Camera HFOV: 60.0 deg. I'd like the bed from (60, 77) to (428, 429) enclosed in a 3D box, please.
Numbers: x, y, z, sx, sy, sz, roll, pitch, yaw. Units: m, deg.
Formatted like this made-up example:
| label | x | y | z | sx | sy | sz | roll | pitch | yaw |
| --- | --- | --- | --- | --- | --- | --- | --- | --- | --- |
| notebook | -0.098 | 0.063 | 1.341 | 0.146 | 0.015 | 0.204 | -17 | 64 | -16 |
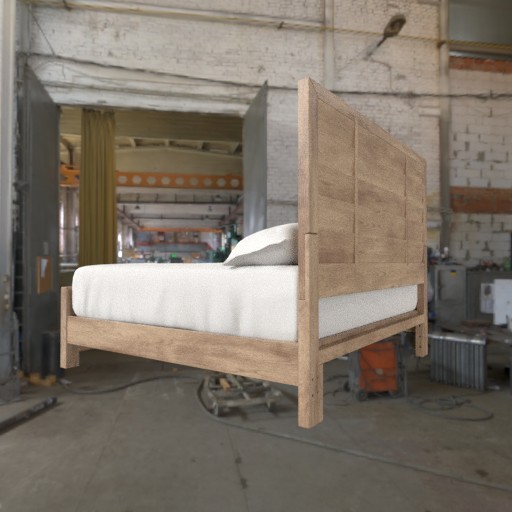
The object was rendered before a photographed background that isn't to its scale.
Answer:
| label | x | y | z | sx | sy | sz | roll | pitch | yaw |
| --- | --- | --- | --- | --- | --- | --- | --- | --- | --- |
| bed | 0.000 | 0.000 | 3.465 | 2.062 | 1.626 | 2.032 | -1 | -1 | 36 |
